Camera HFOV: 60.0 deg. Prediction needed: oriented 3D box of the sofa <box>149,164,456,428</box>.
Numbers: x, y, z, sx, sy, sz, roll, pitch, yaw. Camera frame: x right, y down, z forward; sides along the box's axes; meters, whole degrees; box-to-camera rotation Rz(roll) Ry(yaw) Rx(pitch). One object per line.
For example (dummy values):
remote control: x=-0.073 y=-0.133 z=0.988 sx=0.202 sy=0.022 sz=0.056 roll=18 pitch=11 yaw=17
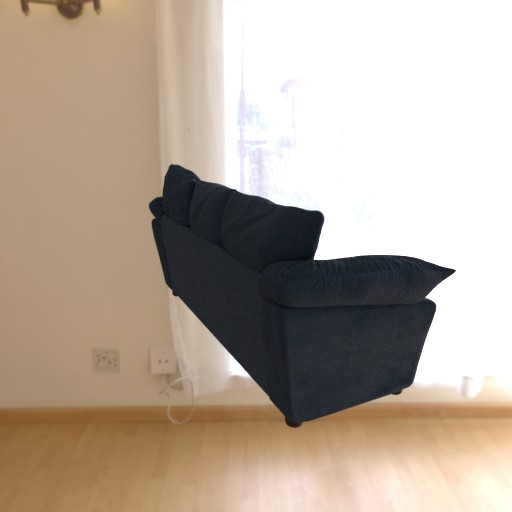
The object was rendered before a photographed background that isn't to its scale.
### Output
sofa: x=0.000 y=0.000 z=2.908 sx=0.907 sy=1.091 sz=2.390 roll=-7 pitch=17 yaw=-25
